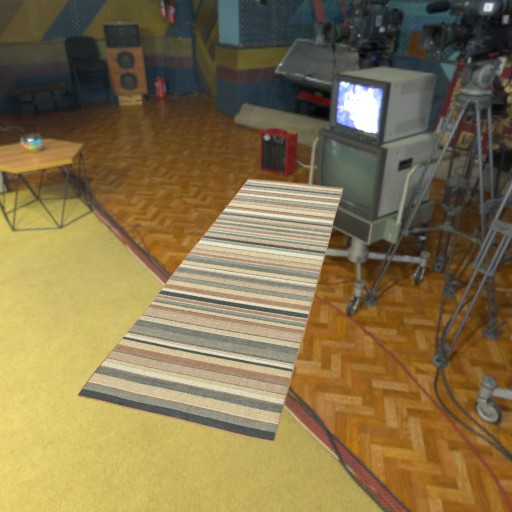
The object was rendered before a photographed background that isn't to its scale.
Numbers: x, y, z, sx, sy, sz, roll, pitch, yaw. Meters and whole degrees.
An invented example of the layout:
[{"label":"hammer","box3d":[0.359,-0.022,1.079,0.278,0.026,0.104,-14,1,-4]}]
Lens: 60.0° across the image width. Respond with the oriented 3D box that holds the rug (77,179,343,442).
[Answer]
[{"label":"rug","box3d":[0.000,0.000,2.650,0.799,0.010,2.444,8,32,13]}]
